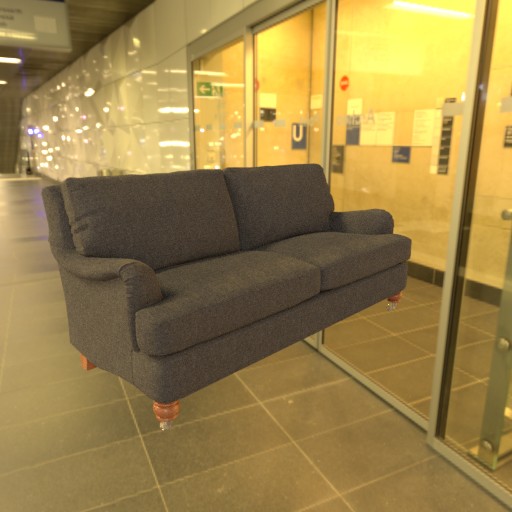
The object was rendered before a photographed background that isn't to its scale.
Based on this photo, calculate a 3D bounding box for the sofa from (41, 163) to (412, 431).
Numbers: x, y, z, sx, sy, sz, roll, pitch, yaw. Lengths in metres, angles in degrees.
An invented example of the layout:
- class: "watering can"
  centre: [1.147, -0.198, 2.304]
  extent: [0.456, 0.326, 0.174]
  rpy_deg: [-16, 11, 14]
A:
- class: "sofa"
  centre: [0.000, 0.000, 2.745]
  extent: [1.087, 1.054, 2.160]
  rpy_deg: [14, 20, 43]
